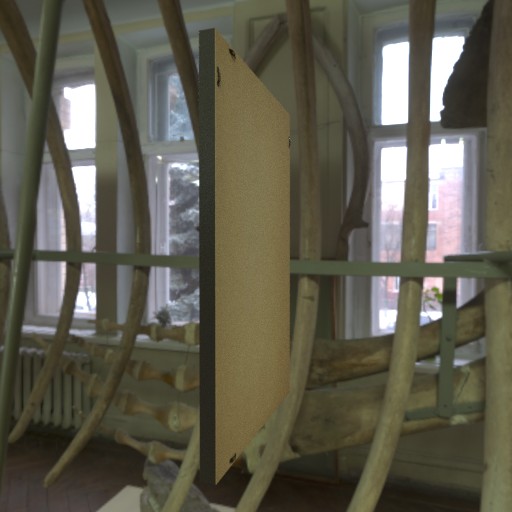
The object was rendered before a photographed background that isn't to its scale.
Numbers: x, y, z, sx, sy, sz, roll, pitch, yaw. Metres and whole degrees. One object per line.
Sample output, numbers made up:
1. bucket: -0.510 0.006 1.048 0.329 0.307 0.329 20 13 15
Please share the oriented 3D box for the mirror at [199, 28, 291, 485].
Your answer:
1. mirror: 0.000 0.000 1.180 0.041 0.915 0.609 0 1 18
